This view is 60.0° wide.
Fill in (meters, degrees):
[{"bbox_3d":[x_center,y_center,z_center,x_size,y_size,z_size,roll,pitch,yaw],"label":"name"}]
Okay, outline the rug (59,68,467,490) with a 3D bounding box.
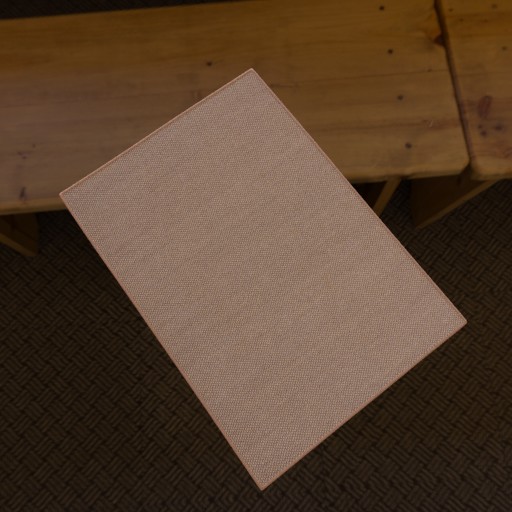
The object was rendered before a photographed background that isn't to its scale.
[{"bbox_3d":[0.000,0.000,2.701,1.524,0.013,2.134,-36,79,-8],"label":"rug"}]
